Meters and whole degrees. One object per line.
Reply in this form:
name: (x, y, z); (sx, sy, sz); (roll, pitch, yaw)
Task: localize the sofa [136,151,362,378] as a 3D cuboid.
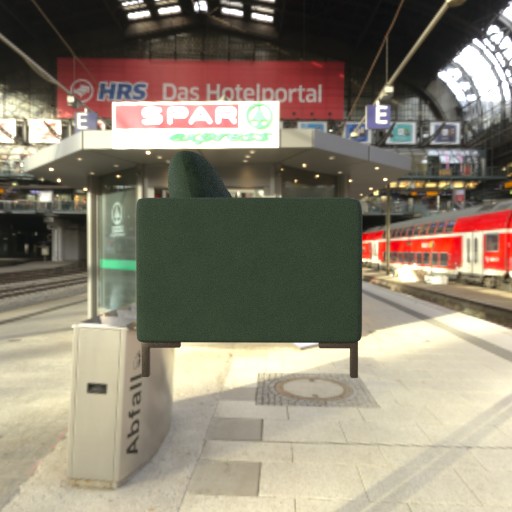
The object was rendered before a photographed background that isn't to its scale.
sofa: (0.000, 0.000, 2.729); (0.859, 0.870, 2.218); (0, 1, 1)
